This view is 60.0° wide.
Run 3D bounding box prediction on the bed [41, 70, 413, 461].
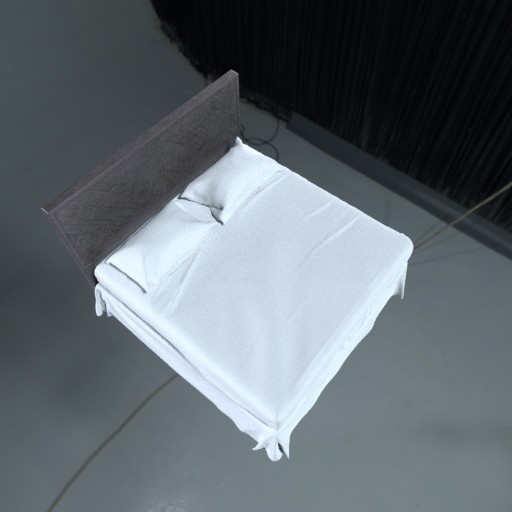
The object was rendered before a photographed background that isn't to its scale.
[{"bbox_3d":[0.000,0.000,2.954,1.785,1.142,1.772,34,63,20],"label":"bed"}]
